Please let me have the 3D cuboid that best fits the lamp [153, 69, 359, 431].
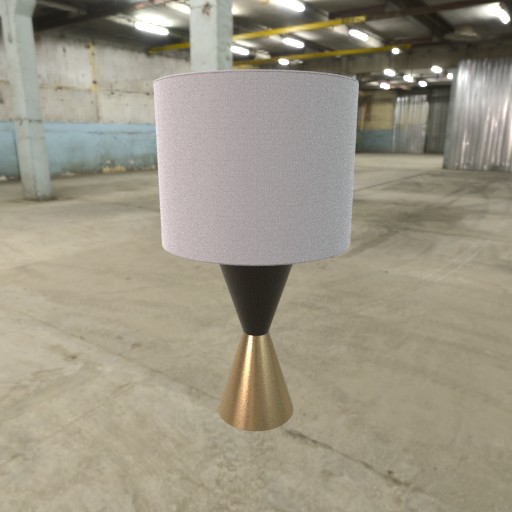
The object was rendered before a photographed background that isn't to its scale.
[{"bbox_3d":[0.000,0.000,0.738,0.304,0.573,0.304,-7,16,-25],"label":"lamp"}]
